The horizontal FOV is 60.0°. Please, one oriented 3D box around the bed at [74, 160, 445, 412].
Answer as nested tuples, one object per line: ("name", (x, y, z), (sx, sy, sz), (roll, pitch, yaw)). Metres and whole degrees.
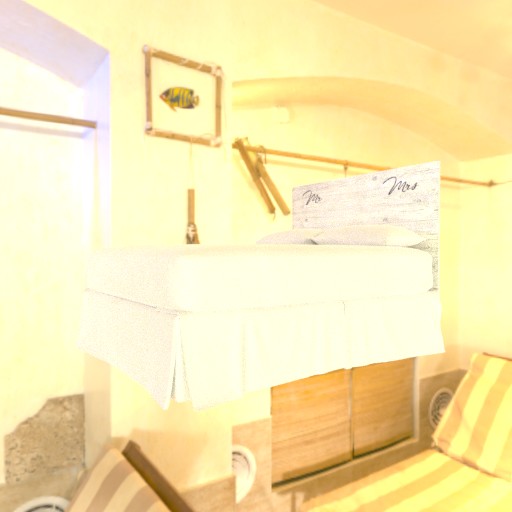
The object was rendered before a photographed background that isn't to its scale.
("bed", (0.000, 0.000, 3.143), (2.094, 1.335, 1.745), (-1, 1, -35))
